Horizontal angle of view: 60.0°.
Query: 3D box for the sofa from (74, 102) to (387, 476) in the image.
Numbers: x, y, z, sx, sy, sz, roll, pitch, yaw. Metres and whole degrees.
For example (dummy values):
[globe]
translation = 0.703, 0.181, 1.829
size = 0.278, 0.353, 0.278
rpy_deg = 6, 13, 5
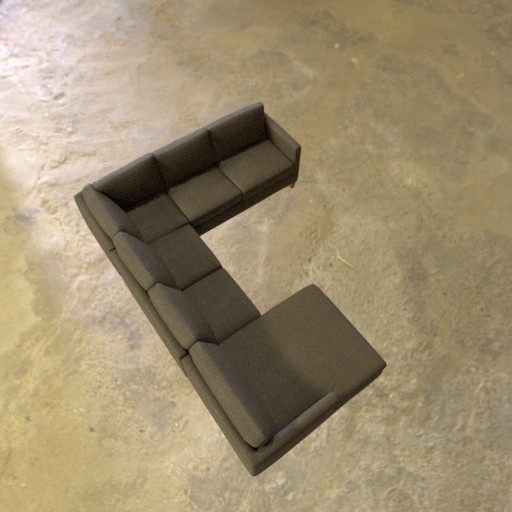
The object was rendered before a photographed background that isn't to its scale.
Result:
[sofa]
translation = 0.000, 0.000, 4.804
size = 2.594, 0.961, 3.460
rpy_deg = -32, 63, -18
